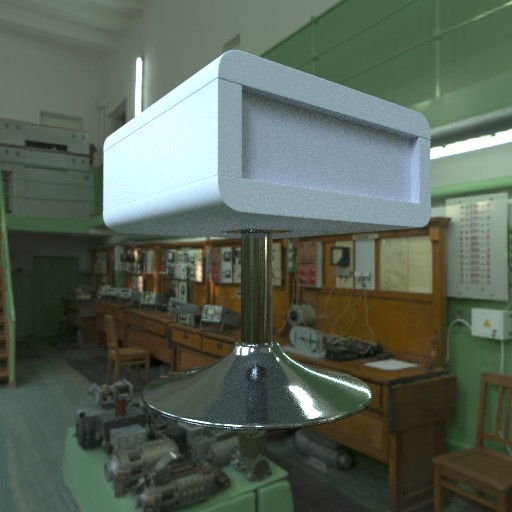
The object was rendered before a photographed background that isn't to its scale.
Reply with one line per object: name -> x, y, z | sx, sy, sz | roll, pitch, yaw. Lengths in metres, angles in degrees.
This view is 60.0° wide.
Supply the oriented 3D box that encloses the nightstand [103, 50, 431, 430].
nightstand -> 0.000, 0.000, 0.751 | 0.399, 0.447, 0.404 | 1, -1, -36
